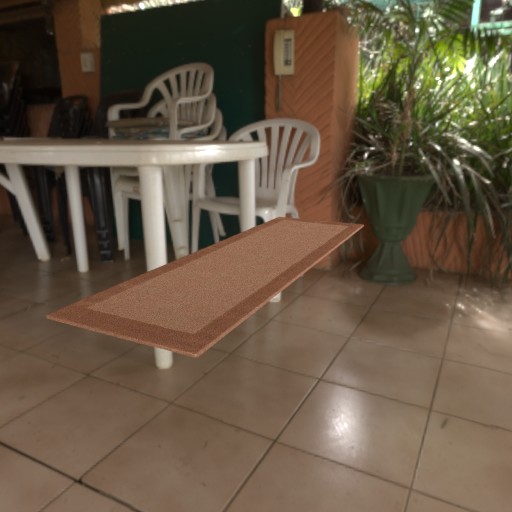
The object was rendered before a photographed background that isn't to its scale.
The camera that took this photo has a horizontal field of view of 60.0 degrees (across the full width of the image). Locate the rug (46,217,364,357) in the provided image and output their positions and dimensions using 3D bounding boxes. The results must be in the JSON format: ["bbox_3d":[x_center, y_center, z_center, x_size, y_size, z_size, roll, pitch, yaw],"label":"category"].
[{"bbox_3d":[0.000,0.000,2.740,0.764,0.017,2.439,8,18,25],"label":"rug"}]
